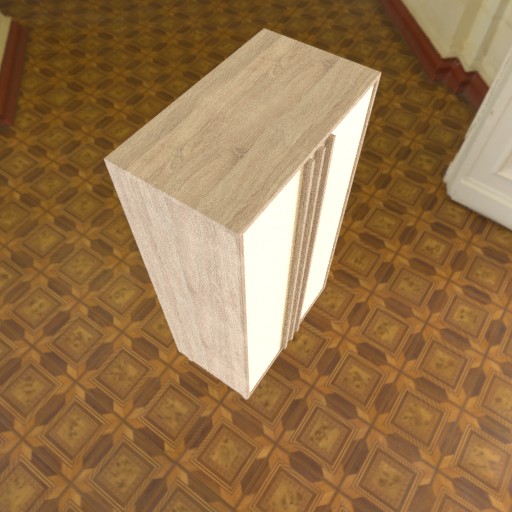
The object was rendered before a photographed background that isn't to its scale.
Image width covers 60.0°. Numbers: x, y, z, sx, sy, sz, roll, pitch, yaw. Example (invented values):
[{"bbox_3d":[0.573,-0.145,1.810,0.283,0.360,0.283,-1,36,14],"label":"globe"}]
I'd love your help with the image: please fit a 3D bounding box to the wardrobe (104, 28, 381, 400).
[{"bbox_3d":[0.000,0.000,2.492,0.600,1.960,1.000,30,61,18],"label":"wardrobe"}]
